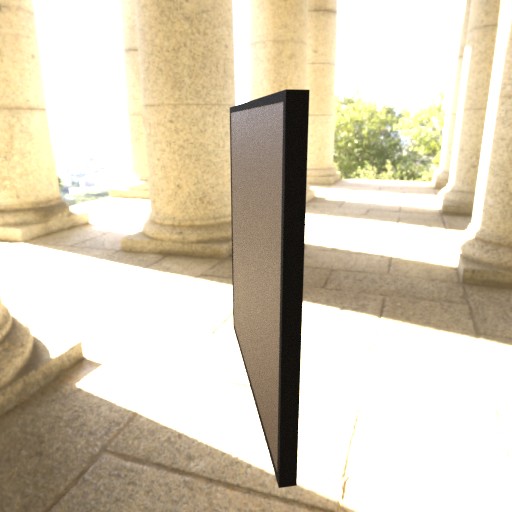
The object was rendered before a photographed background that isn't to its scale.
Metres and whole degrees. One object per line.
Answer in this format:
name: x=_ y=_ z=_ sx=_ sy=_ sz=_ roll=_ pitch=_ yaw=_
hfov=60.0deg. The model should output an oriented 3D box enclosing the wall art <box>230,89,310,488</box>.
wall art: x=0.000 y=0.000 z=1.157 sx=0.038 sy=0.762 sz=0.762 roll=-3 pitch=17 yaw=-9
